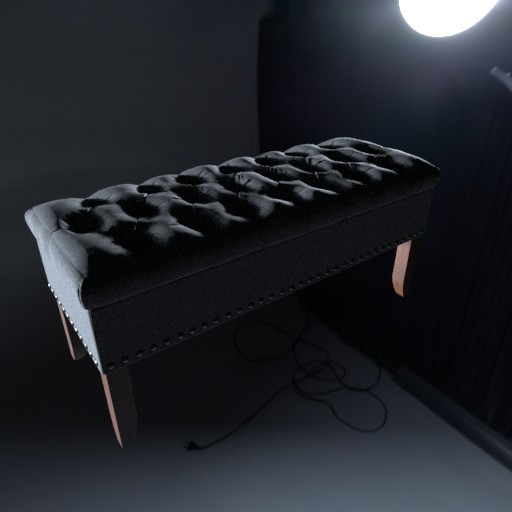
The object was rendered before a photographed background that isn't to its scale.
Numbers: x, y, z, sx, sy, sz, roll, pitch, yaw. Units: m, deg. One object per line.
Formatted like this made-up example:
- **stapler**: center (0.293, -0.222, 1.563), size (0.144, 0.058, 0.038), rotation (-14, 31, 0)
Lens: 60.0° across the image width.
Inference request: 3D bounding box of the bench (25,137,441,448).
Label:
- **bench**: center (0.000, 0.000, 1.261), size (1.052, 0.470, 0.417), rotation (-20, 35, -31)
